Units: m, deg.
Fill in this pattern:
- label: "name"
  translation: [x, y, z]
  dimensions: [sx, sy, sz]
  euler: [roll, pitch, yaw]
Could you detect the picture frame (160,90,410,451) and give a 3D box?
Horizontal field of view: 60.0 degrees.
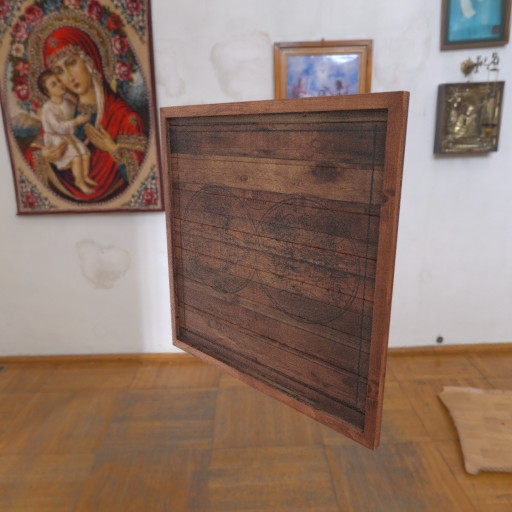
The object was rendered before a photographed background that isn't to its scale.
- label: "picture frame"
  translation: [0.000, 0.000, 1.237]
  dimensions: [0.810, 0.817, 0.029]
  euler: [14, 21, 42]
